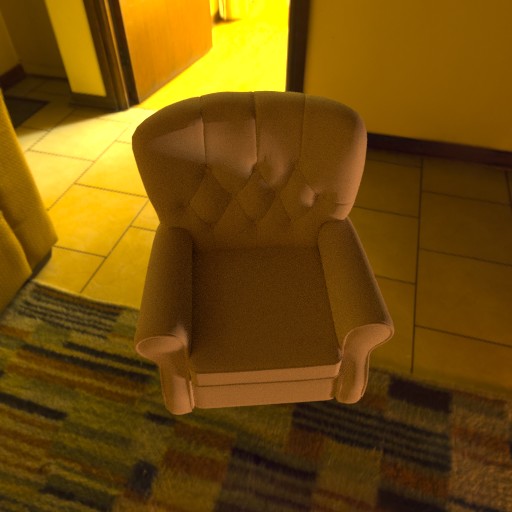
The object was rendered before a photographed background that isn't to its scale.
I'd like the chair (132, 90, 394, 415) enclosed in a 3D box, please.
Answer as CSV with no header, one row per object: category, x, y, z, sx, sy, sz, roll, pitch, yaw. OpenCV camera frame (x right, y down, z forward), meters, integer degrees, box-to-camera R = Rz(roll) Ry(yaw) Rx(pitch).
chair,0.000,0.000,2.074,1.035,1.169,1.132,-3,46,-3
